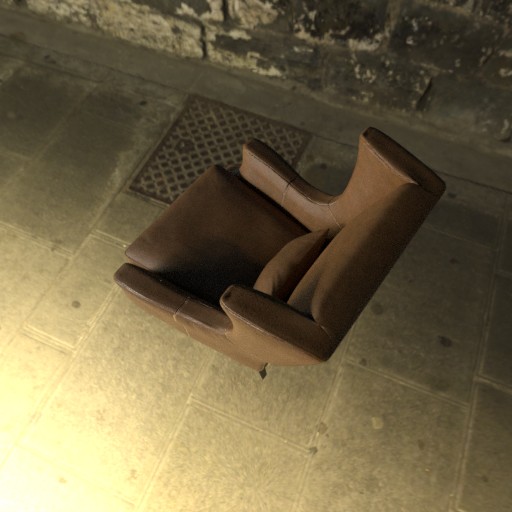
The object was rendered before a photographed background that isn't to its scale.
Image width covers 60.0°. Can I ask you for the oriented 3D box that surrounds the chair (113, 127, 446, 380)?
[{"bbox_3d":[0.000,0.000,1.734,0.925,1.016,0.852,34,67,16],"label":"chair"}]
